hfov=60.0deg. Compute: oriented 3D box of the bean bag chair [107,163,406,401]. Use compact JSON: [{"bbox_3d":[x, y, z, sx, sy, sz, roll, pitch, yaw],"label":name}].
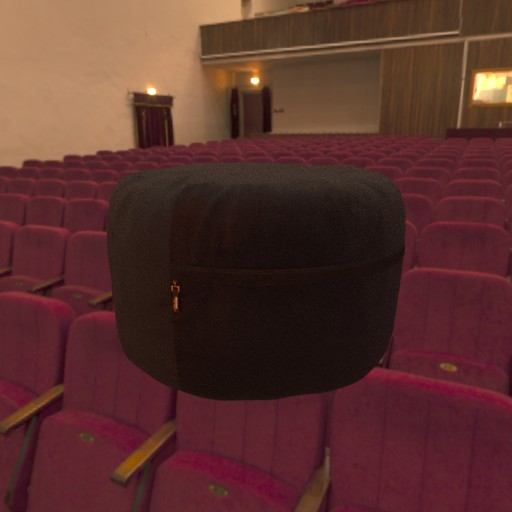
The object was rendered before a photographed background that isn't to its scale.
[{"bbox_3d":[0.000,0.000,1.923,1.219,0.762,1.219,0,15,0],"label":"bean bag chair"}]
